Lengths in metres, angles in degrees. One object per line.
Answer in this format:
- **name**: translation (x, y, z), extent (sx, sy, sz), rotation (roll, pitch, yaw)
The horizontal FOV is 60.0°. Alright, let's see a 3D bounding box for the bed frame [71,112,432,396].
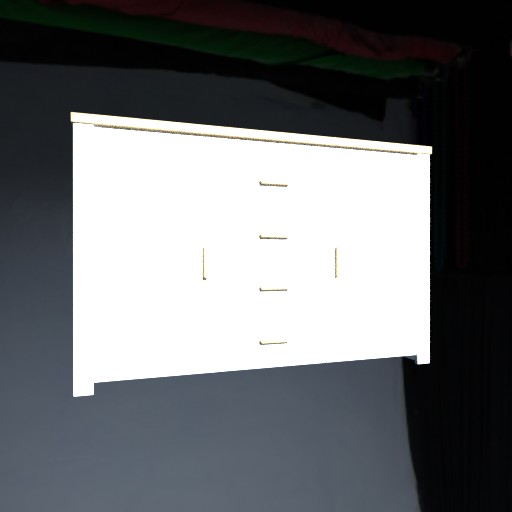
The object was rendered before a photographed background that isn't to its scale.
- **bed frame**: translation (0.000, 0.000, 1.721), extent (1.300, 0.850, 0.430), rotation (0, 0, -19)
